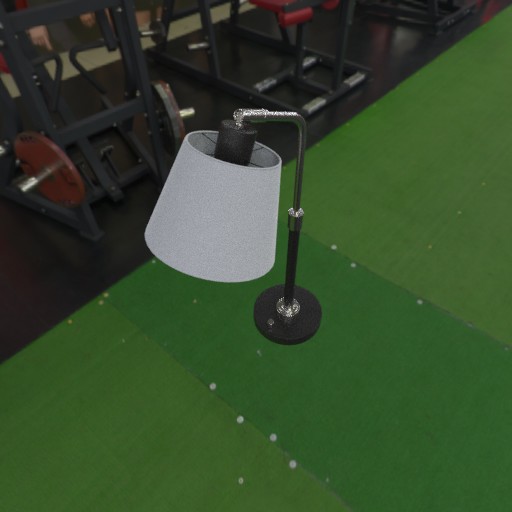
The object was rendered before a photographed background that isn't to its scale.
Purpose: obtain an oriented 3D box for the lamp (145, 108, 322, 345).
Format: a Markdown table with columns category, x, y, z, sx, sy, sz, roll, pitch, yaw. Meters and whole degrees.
| category | x | y | z | sx | sy | sz | roll | pitch | yaw |
| --- | --- | --- | --- | --- | --- | --- | --- | --- | --- |
| lamp | 0.000 | 0.000 | 0.727 | 0.181 | 0.539 | 0.348 | 34 | 55 | 28 |
